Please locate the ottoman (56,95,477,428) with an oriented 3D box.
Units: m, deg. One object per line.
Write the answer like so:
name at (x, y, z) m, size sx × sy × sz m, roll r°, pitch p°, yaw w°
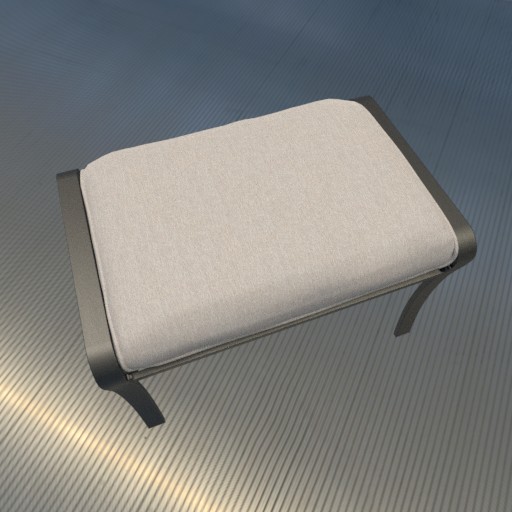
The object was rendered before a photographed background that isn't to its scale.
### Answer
ottoman at (0.000, 0.000, 0.879) m, size 0.610 × 0.422 × 0.406 m, roll -17°, pitch 60°, yaw -10°
